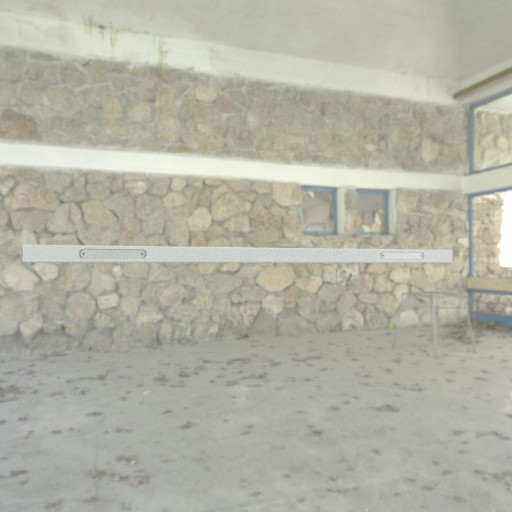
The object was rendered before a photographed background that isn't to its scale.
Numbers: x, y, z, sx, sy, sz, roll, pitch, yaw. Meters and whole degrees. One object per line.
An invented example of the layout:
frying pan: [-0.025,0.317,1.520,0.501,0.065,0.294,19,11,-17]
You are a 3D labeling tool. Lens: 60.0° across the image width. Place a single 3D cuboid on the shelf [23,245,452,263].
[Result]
shelf: [0.000,0.000,0.671,0.610,0.020,0.140,0,-1,-19]
